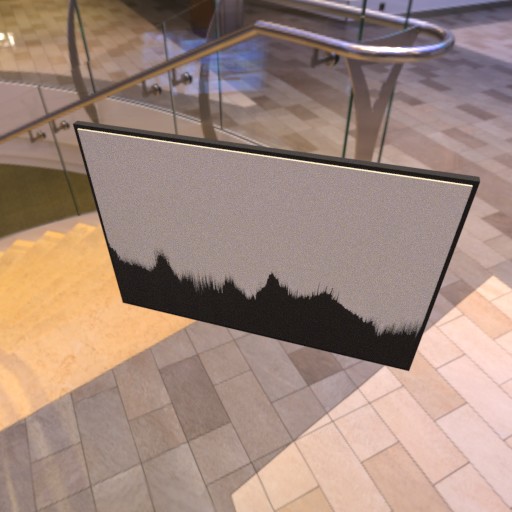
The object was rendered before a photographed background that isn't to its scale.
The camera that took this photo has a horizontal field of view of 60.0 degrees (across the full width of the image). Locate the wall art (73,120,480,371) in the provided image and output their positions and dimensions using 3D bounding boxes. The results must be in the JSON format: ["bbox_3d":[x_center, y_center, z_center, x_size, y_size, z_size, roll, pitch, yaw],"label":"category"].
[{"bbox_3d":[0.000,0.000,1.518,1.190,0.805,0.028,11,42,13],"label":"wall art"}]
